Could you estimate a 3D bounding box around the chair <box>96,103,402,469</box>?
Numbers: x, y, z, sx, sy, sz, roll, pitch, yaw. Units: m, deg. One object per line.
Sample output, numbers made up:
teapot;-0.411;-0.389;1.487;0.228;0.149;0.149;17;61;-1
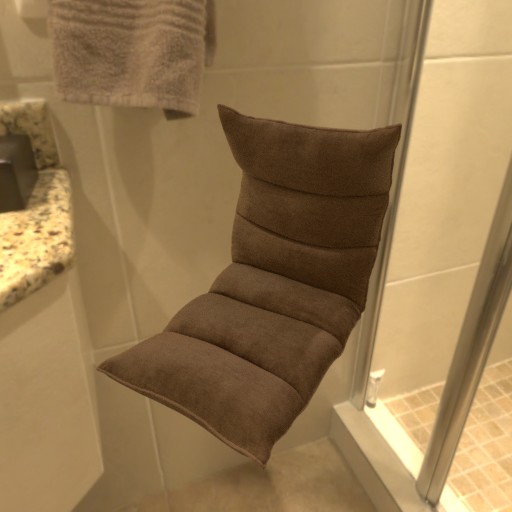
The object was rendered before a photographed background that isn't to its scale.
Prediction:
chair;0.000;0.000;1.587;0.714;0.892;0.985;17;34;28
